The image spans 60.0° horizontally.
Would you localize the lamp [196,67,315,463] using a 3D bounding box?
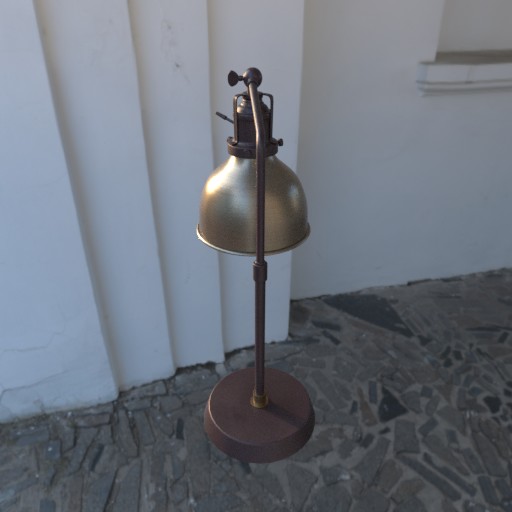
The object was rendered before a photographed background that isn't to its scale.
[{"bbox_3d":[0.000,0.000,0.609,0.175,0.469,0.298,0,28,-1],"label":"lamp"}]
